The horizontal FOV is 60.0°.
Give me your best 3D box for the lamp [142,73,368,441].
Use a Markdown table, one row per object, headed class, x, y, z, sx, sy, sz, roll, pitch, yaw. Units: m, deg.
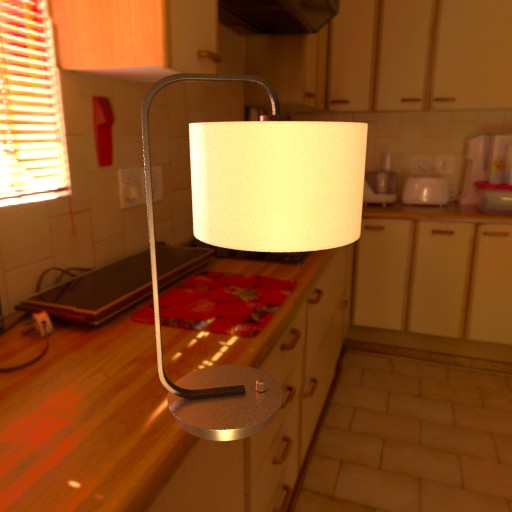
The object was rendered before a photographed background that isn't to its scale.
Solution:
| class | x | y | z | sx | sy | sz | roll | pitch | yaw |
| --- | --- | --- | --- | --- | --- | --- | --- | --- | --- |
| lamp | 0.000 | 0.000 | 0.623 | 0.288 | 0.473 | 0.230 | -3 | 15 | -10 |
